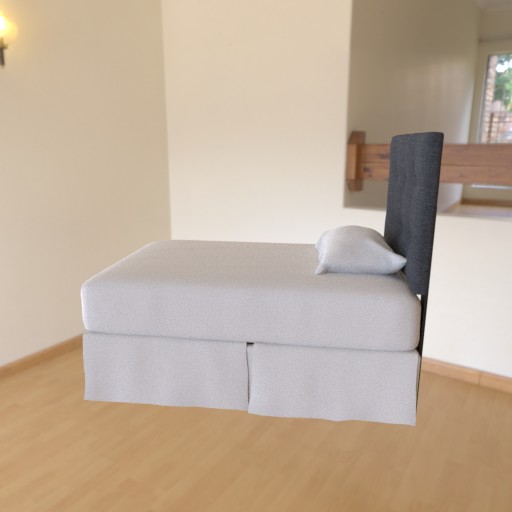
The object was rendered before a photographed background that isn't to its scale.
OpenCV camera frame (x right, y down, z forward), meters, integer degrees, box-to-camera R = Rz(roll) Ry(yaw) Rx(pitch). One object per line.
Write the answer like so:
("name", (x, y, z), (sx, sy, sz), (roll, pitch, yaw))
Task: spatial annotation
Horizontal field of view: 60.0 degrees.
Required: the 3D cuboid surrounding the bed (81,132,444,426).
("bed", (0.000, 0.000, 2.957), (1.997, 1.571, 1.261), (2, 14, 8))
